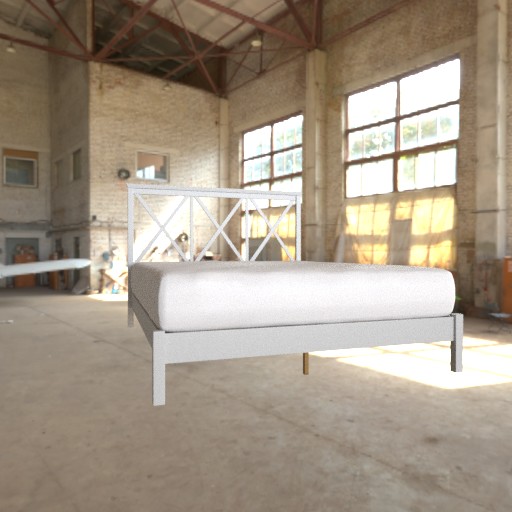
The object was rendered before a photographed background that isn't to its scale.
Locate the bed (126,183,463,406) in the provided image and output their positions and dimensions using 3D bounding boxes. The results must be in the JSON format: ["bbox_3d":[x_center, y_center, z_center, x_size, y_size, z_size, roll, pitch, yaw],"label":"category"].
[{"bbox_3d":[0.000,0.000,3.141,1.673,1.253,2.135,0,0,-19],"label":"bed"}]
